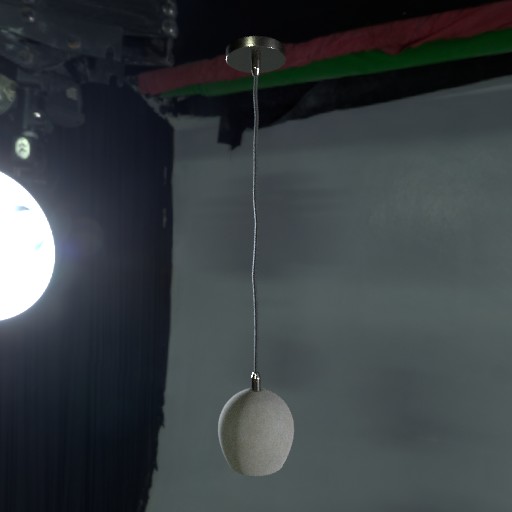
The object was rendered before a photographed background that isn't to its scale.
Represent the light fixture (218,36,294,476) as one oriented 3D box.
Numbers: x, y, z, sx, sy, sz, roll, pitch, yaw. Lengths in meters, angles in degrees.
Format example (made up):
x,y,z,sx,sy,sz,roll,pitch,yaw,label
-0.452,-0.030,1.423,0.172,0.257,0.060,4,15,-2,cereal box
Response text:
x,y,z,sx,sy,sz,roll,pitch,yaw,label
0.000,0.000,0.821,0.139,0.764,0.139,0,-1,19,light fixture
